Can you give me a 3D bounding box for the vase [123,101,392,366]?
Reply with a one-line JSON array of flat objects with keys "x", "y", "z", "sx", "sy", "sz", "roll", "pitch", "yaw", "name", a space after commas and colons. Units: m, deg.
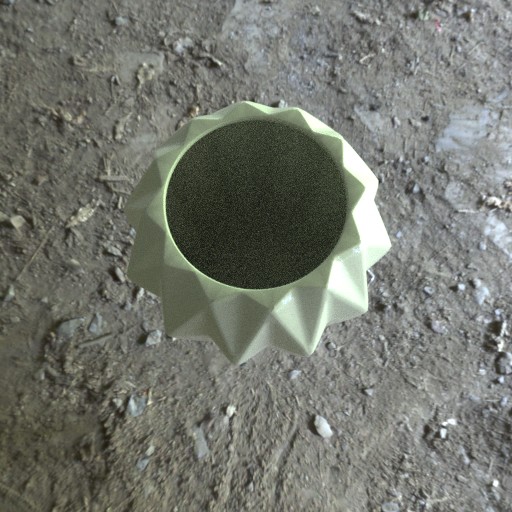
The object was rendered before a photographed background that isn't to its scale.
[{"x": 0.000, "y": 0.000, "z": 0.398, "sx": 0.195, "sy": 0.275, "sz": 0.195, "roll": 0, "pitch": 76, "yaw": 0, "name": "vase"}]
